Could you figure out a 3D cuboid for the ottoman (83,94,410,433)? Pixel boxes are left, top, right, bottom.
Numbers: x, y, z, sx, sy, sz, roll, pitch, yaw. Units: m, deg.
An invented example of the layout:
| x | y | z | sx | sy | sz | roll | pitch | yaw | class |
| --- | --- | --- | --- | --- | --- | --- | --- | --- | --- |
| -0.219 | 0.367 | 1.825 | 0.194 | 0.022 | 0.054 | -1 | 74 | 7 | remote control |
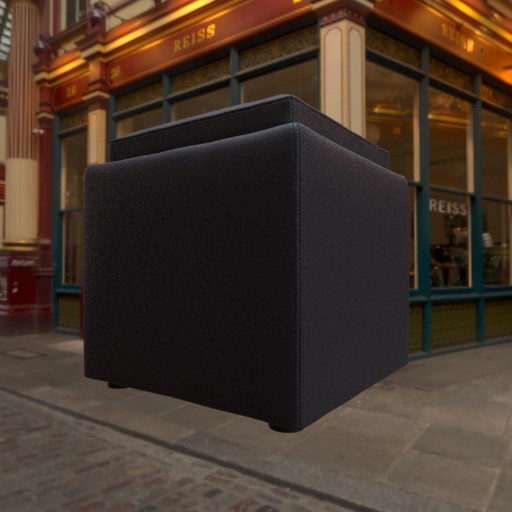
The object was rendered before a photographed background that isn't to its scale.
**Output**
| x | y | z | sx | sy | sz | roll | pitch | yaw | class |
| --- | --- | --- | --- | --- | --- | --- | --- | --- | --- |
| 0.000 | 0.000 | 0.826 | 0.451 | 0.460 | 0.450 | -1 | -1 | 35 | ottoman |
